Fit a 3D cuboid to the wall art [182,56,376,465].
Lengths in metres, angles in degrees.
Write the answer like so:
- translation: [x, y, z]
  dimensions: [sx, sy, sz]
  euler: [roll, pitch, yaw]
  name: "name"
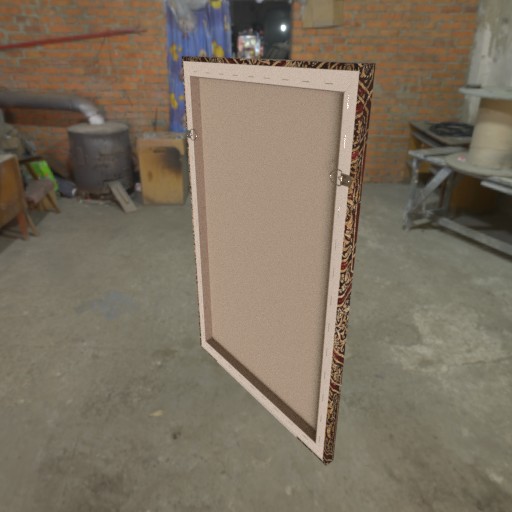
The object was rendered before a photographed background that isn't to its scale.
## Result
- translation: [0.000, 0.000, 1.113]
  dimensions: [0.030, 0.904, 0.599]
  euler: [-18, 31, -33]
  name: "wall art"
